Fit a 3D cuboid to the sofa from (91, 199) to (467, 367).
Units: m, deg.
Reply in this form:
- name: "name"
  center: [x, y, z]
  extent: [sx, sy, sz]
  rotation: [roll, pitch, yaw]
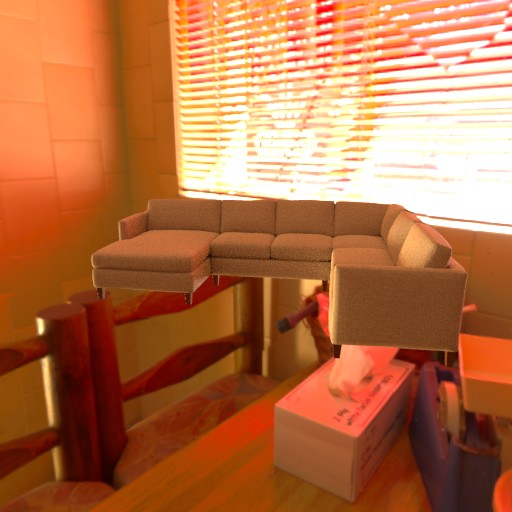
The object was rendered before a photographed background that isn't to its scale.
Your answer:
- name: "sofa"
  center: [0.000, 0.000, 4.634]
  extent: [3.460, 0.961, 2.594]
  rotation: [2, 14, 9]
